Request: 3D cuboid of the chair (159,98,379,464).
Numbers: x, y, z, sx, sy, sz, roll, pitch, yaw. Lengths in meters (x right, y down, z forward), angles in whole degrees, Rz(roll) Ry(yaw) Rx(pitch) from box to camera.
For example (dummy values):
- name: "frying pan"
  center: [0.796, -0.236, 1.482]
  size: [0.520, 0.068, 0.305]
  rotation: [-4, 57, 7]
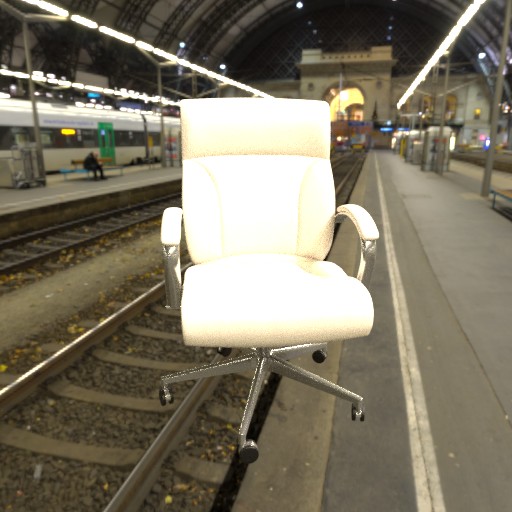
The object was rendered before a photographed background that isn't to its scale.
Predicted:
- name: "chair"
  center: [0.000, 0.000, 1.560]
  size: [0.727, 1.099, 0.745]
  rotation: [-2, 15, -7]
